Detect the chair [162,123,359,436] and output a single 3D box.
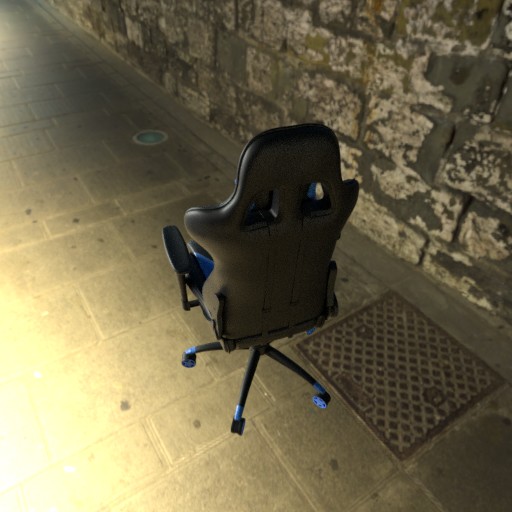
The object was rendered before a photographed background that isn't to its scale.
[{"bbox_3d":[0.000,0.000,1.732,0.695,1.282,0.730,-13,41,-15],"label":"chair"}]
